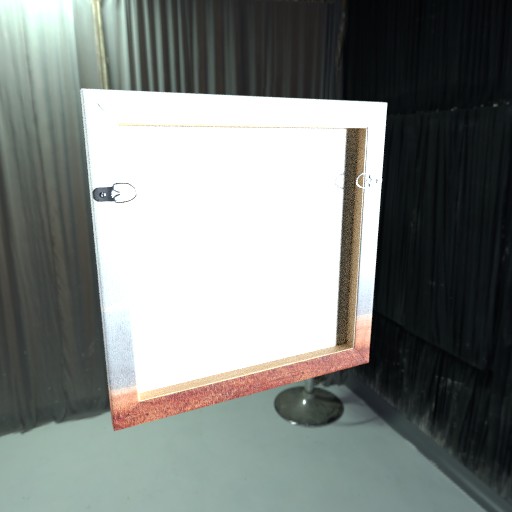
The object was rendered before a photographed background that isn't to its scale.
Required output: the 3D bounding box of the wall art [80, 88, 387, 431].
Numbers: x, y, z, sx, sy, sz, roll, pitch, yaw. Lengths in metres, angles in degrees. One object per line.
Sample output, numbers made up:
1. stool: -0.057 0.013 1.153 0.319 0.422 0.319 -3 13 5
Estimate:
1. wall art: 0.000 0.000 1.122 0.760 0.760 0.042 -7 16 -25
